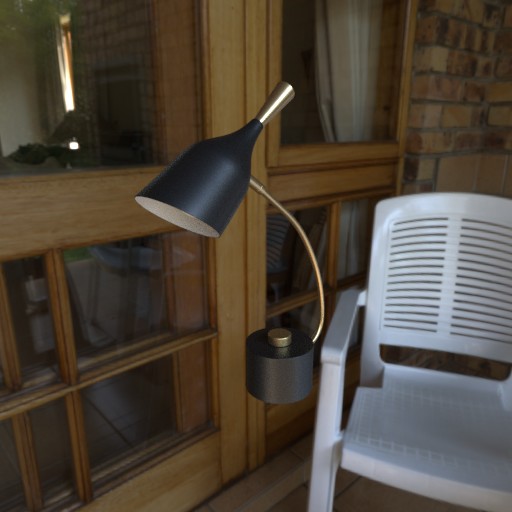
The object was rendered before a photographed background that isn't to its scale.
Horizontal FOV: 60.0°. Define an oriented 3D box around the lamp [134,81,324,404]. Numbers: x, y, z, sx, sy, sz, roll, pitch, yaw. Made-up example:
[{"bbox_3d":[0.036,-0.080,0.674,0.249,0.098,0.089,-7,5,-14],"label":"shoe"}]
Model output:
[{"bbox_3d":[0.000,0.000,0.623,0.110,0.464,0.352,15,22,40],"label":"lamp"}]
